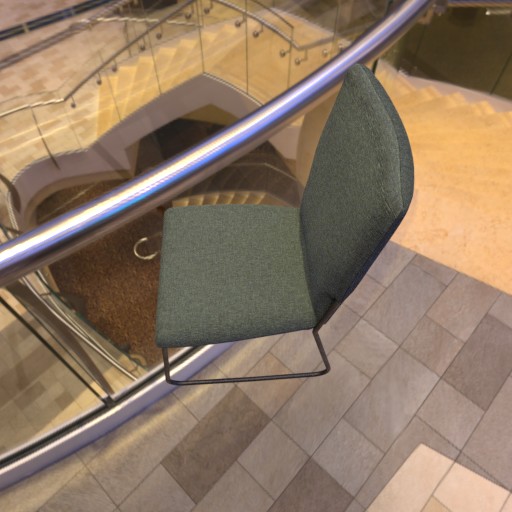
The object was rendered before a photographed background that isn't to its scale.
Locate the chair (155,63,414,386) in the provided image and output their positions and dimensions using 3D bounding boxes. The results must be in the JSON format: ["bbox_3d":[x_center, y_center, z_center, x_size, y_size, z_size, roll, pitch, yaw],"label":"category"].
[{"bbox_3d":[0.000,0.000,1.282,0.635,0.931,0.480,-3,57,-2],"label":"chair"}]
